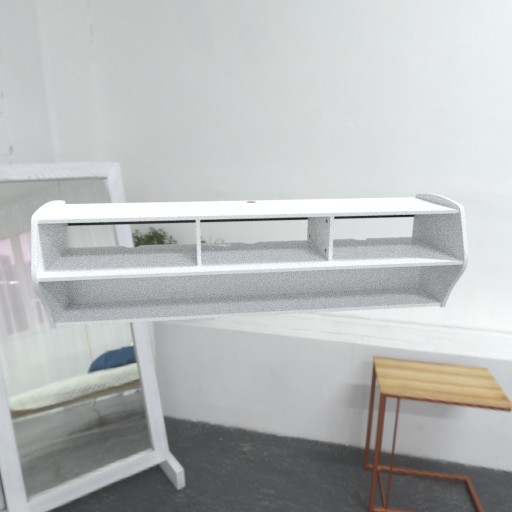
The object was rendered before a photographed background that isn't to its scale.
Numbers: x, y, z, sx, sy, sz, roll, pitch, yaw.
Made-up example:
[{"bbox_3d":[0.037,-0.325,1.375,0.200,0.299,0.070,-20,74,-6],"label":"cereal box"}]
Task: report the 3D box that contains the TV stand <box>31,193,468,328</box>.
[{"bbox_3d":[0.000,0.000,1.675,1.473,0.424,0.397,-2,16,-7],"label":"TV stand"}]
